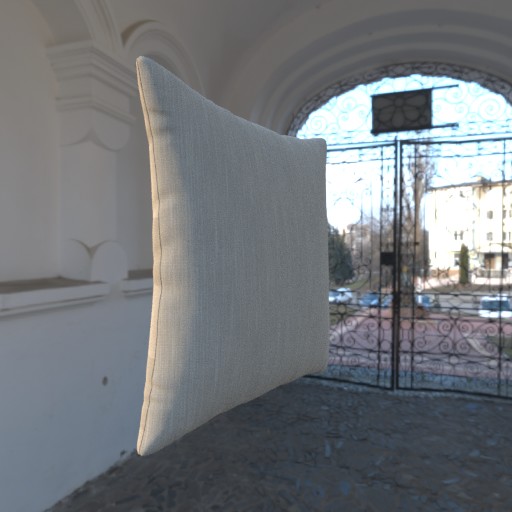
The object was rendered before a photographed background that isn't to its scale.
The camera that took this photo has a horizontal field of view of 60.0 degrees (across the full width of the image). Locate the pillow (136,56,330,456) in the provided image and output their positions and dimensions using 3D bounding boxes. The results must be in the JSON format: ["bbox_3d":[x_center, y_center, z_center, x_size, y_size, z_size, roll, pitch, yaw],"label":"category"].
[{"bbox_3d":[0.000,0.000,0.766,0.161,0.509,0.511,0,1,35],"label":"pillow"}]
